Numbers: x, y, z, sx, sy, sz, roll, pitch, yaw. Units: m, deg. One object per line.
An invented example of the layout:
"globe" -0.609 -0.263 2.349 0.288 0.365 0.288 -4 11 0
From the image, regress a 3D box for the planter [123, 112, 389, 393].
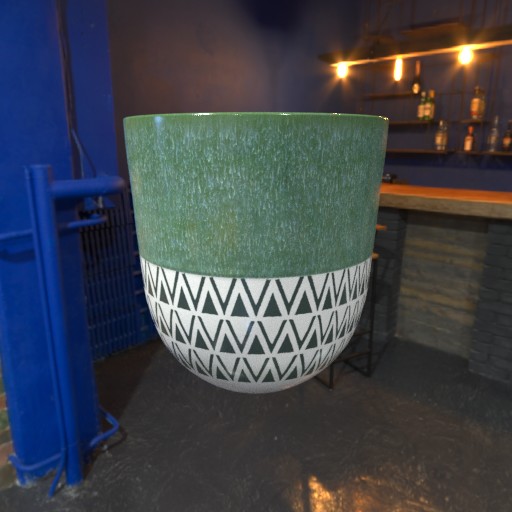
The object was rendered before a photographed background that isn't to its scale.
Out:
"planter" 0.000 0.000 0.365 0.195 0.214 0.195 0 15 0
